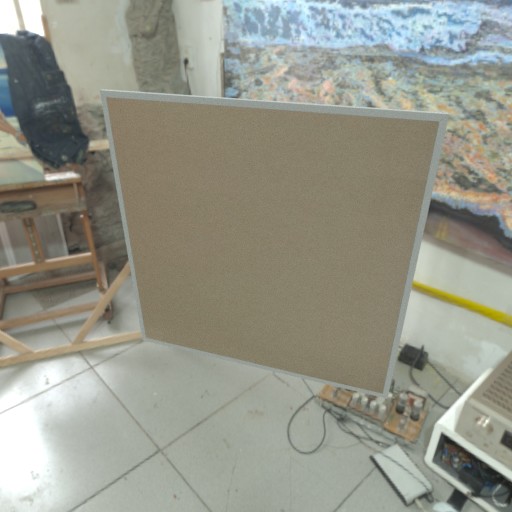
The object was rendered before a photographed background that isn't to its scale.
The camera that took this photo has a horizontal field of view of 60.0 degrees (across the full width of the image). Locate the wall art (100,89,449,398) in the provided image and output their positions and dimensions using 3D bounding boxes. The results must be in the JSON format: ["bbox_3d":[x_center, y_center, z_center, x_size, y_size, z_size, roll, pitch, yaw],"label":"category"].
[{"bbox_3d":[0.000,0.000,0.675,0.456,0.456,0.007,10,32,16],"label":"wall art"}]
